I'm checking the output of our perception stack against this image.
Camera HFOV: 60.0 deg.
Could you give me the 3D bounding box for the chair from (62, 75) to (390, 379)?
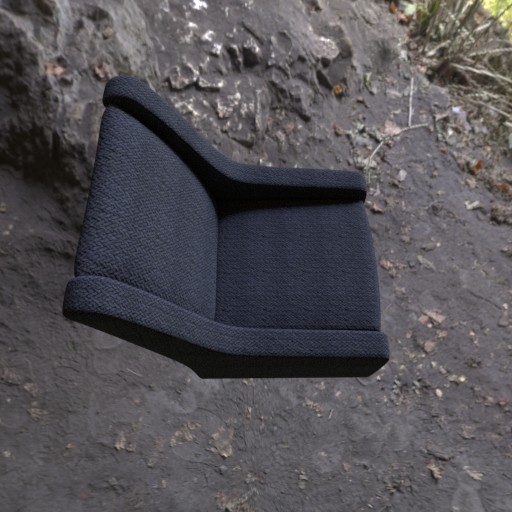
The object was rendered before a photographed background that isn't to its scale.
[{"bbox_3d":[0.000,0.000,1.659,0.944,1.012,0.793,0,64,0],"label":"chair"}]
